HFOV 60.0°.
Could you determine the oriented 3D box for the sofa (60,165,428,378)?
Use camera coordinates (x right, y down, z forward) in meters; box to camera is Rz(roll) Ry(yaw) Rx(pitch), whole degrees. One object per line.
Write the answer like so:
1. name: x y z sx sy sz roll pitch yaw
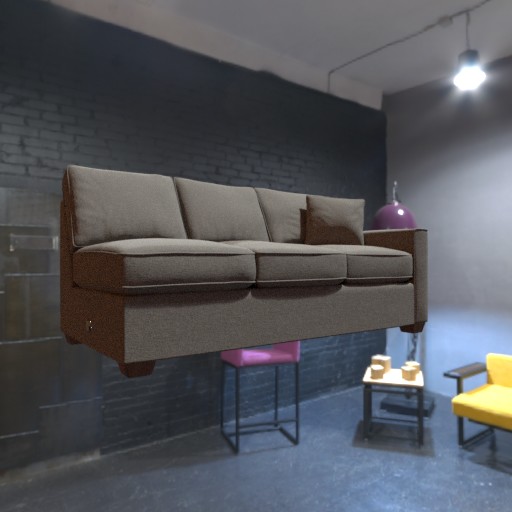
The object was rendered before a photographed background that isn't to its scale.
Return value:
1. sofa: 0.000 0.000 2.580 1.963 0.946 1.034 1 -1 -36
